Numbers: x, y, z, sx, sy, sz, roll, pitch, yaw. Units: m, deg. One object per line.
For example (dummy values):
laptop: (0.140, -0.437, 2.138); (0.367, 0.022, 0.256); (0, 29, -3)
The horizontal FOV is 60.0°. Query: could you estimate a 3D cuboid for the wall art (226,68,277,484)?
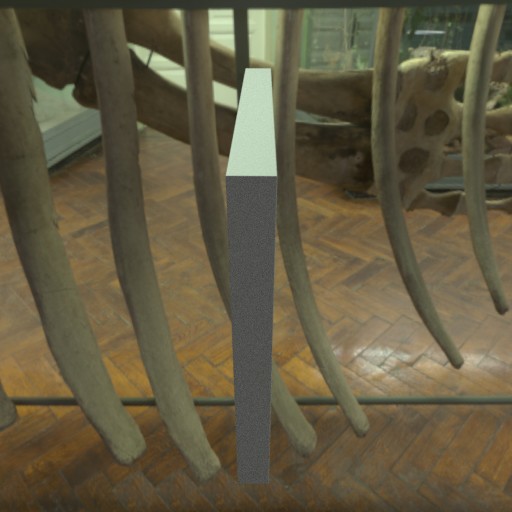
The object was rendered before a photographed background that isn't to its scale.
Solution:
wall art: (0.000, 0.000, 0.606); (0.038, 0.406, 0.406); (1, 33, 1)
